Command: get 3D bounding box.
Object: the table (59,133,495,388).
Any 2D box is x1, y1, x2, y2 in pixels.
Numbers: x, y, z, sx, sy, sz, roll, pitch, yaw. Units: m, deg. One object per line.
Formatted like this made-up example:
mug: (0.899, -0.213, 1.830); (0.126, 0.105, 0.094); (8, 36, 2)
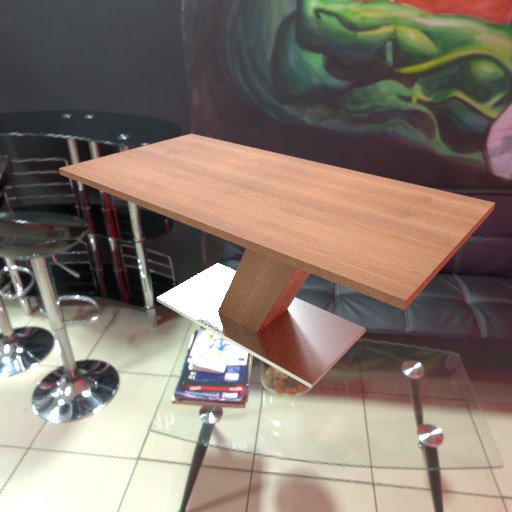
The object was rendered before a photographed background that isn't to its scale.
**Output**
table: (0.000, 0.000, 2.193); (1.800, 0.750, 0.900); (22, 36, 34)
